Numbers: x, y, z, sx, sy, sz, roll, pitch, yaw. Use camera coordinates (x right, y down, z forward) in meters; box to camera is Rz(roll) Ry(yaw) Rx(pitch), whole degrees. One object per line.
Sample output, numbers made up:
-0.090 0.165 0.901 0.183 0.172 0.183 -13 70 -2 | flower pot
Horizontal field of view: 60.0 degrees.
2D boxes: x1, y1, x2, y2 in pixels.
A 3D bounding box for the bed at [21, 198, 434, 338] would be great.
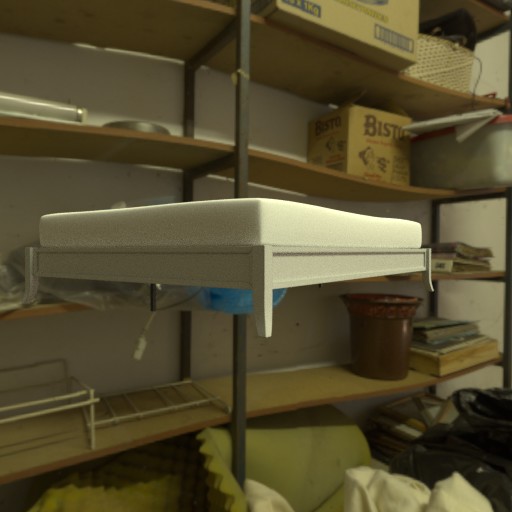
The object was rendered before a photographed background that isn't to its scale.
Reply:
0.000 0.000 2.772 1.604 0.510 2.108 0 1 36 | bed
